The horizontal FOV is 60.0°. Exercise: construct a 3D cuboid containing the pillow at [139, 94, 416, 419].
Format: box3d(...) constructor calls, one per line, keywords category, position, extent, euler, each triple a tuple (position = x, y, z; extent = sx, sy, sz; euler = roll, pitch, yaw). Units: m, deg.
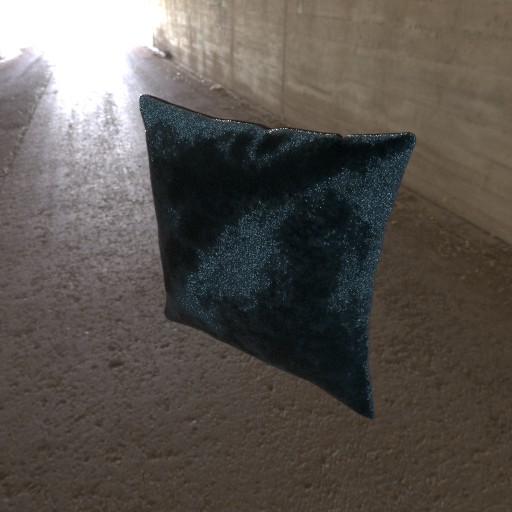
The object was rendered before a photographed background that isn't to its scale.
box3d(category="pillow", position=(0.000, 0.000, 0.665), extent=(0.436, 0.430, 0.138), euler=(20, 36, 30))
